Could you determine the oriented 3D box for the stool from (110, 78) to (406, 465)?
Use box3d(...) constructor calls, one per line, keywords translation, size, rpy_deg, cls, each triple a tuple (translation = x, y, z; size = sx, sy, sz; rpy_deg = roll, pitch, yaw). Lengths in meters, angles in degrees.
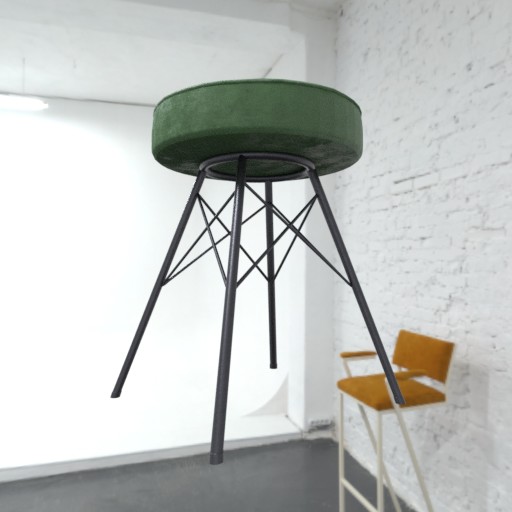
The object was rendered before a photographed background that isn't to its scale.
box3d(translation=(0.000, 0.000, 0.916), size=(0.457, 0.595, 0.430), rpy_deg=(1, -2, -38), cls="stool")
